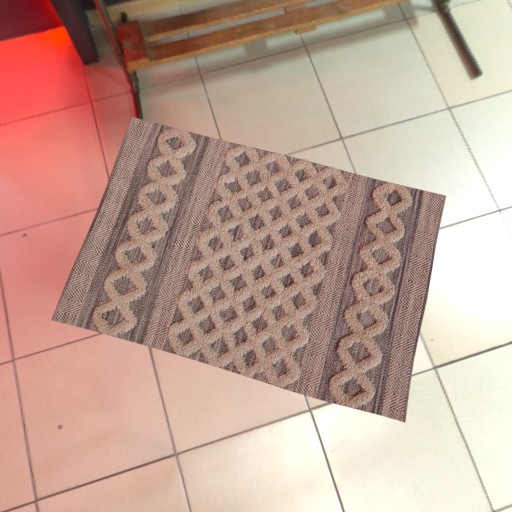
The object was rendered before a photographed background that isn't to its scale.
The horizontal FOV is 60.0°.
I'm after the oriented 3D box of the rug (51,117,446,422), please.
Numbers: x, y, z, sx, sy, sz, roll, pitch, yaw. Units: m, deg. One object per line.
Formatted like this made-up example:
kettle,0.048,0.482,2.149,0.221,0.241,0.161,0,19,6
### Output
rug,0.000,0.000,2.330,1.823,0.030,1.222,15,75,4
